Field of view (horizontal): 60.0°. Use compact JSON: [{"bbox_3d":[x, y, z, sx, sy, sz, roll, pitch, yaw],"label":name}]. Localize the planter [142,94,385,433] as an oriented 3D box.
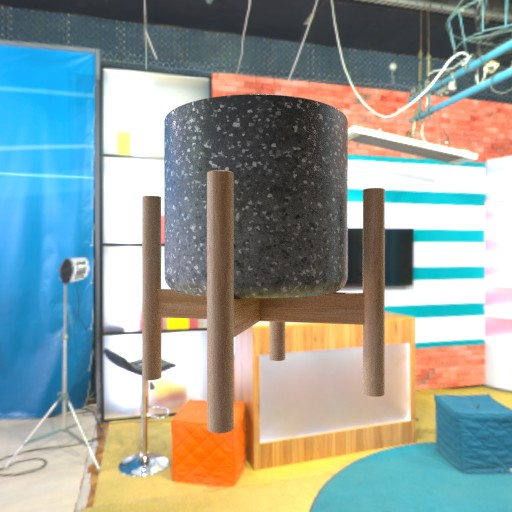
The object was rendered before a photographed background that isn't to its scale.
[{"bbox_3d":[0.000,0.000,0.548,0.284,0.320,0.284,0,0,36],"label":"planter"}]
